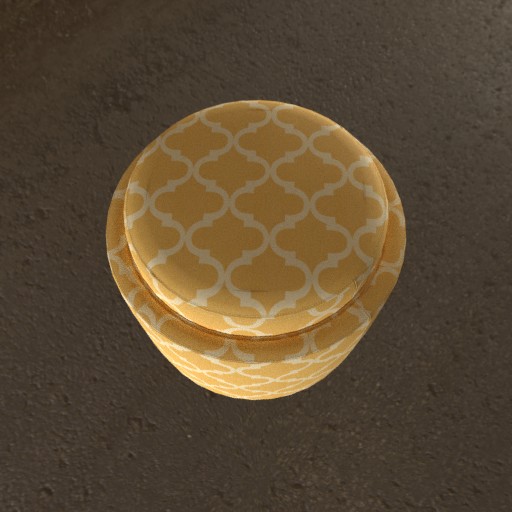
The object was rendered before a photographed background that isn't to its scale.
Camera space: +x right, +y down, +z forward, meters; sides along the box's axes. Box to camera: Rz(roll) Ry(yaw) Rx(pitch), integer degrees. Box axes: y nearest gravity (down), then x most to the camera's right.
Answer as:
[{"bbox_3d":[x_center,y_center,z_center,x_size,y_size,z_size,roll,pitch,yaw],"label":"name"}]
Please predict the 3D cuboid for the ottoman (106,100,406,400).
[{"bbox_3d":[0.000,0.000,0.830,0.480,0.429,0.480,0,63,0],"label":"ottoman"}]
